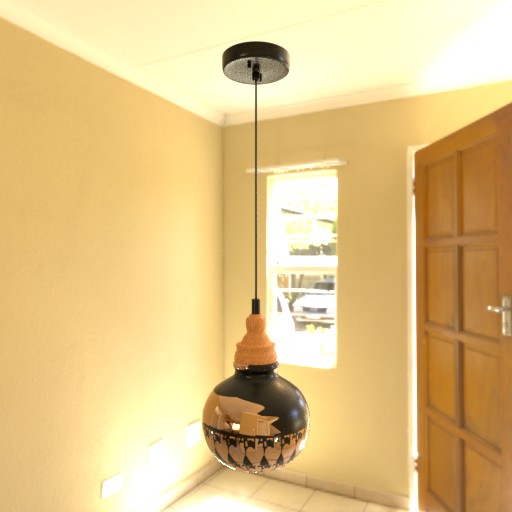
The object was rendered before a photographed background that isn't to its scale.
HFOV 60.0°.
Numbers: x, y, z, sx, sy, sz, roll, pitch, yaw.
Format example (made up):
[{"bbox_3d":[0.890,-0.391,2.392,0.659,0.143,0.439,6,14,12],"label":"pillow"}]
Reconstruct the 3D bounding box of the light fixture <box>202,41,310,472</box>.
[{"bbox_3d":[0.000,0.000,1.784,0.430,1.606,0.430,0,-1,19],"label":"light fixture"}]
